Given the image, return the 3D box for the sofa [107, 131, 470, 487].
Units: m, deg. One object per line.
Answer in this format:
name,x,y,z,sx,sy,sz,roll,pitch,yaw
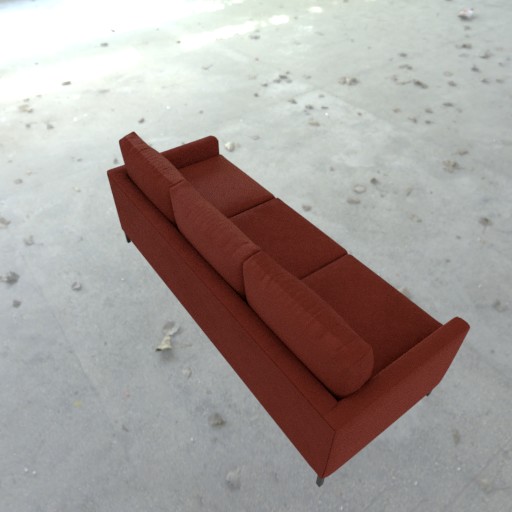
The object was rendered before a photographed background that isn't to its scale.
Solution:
sofa,0.000,0.000,2.617,0.875,0.879,2.252,-26,49,-25
